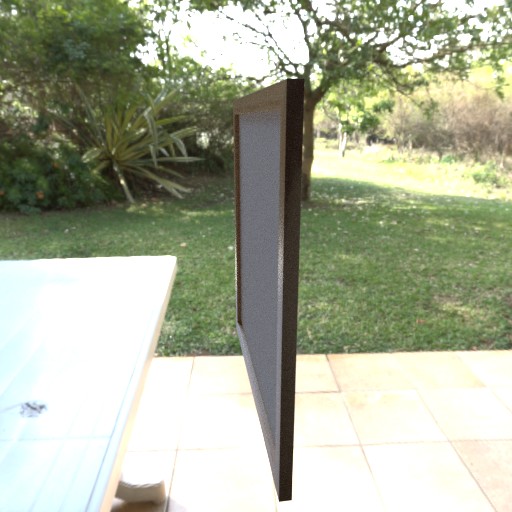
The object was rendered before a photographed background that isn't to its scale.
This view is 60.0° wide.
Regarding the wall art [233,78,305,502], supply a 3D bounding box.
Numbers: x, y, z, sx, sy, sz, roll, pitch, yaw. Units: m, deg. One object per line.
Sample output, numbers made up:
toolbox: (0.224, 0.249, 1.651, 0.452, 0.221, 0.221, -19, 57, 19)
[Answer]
wall art: (0.000, 0.000, 1.105, 0.027, 0.762, 0.762, -3, 17, -8)
